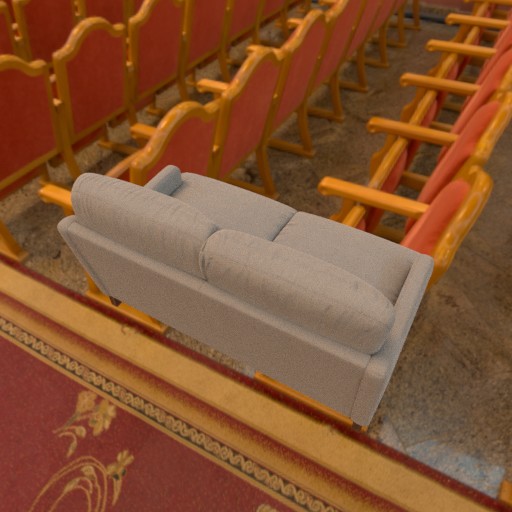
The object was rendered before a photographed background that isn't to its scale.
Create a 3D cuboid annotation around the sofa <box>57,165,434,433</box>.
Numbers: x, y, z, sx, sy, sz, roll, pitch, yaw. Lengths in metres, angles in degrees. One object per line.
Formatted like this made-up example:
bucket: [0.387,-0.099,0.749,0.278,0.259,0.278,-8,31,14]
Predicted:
sofa: [0.000,0.000,2.216,1.589,0.921,0.987,22,50,20]
